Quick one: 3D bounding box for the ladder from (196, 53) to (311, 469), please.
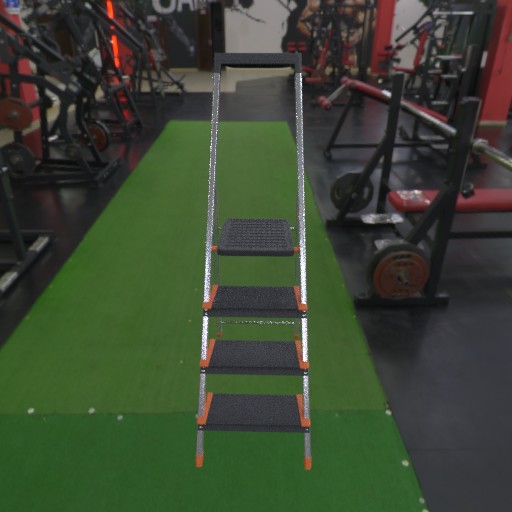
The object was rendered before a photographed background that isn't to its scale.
[{"bbox_3d":[0.000,0.000,1.748,0.452,1.429,0.834,1,29,1],"label":"ladder"}]
